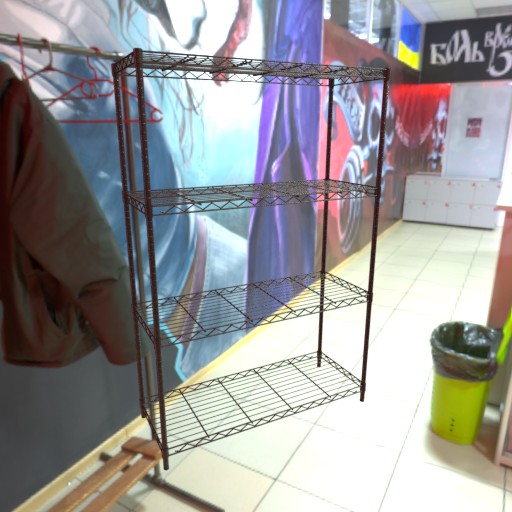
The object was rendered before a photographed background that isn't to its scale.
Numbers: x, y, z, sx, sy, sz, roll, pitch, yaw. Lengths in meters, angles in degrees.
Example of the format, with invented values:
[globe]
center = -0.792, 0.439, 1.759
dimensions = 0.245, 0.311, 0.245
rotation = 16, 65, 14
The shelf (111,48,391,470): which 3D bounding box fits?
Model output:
[shelf]
center = 0.000, 0.000, 1.711
dimensions = 0.907, 1.361, 0.352
rotation = -8, 18, -26
